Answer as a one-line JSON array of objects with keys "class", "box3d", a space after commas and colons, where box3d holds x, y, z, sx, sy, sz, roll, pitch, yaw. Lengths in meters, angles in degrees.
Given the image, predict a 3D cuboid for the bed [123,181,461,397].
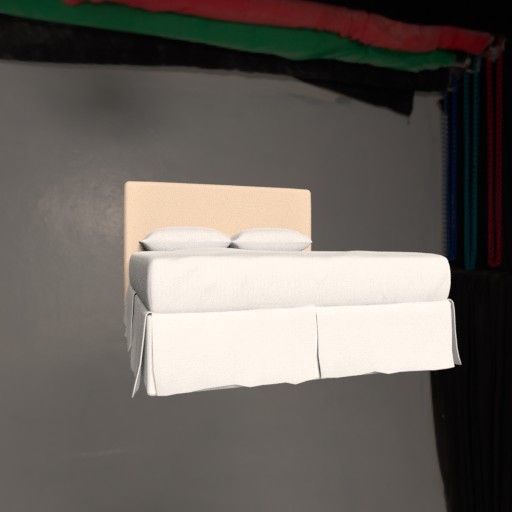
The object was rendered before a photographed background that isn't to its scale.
[{"class": "bed", "box3d": [0.000, 0.000, 3.292, 1.884, 1.330, 2.142, 0, 1, -18]}]
